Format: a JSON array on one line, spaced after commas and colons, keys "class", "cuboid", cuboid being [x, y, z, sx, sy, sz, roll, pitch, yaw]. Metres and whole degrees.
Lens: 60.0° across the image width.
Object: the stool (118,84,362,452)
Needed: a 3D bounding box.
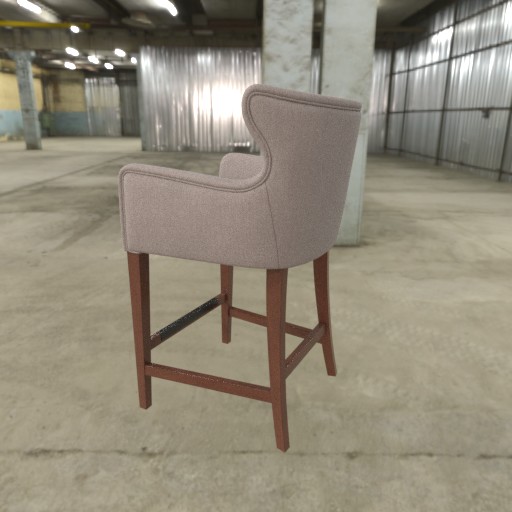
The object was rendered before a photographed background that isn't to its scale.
[{"class": "stool", "cuboid": [0.000, 0.000, 1.376, 0.575, 0.951, 0.575, 9, 19, 27]}]
